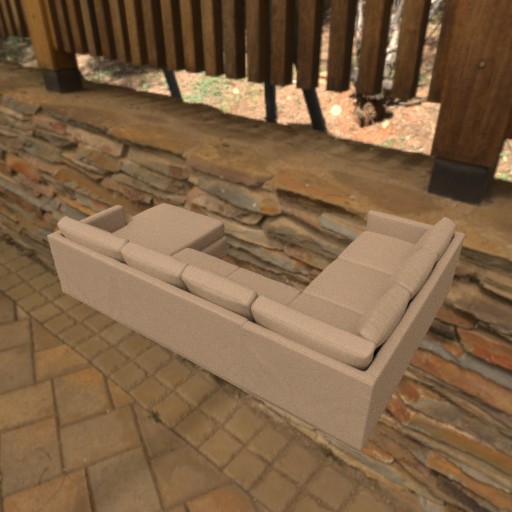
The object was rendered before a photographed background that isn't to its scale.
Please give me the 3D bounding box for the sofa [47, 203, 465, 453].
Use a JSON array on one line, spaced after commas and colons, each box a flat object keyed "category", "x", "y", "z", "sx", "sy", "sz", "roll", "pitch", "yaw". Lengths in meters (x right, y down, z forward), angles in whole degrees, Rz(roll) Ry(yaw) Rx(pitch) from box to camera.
[{"category": "sofa", "x": 0.000, "y": 0.000, "z": 4.566, "sx": 3.460, "sy": 0.882, "sz": 2.427, "roll": 20, "pitch": 36, "yaw": 29}]
